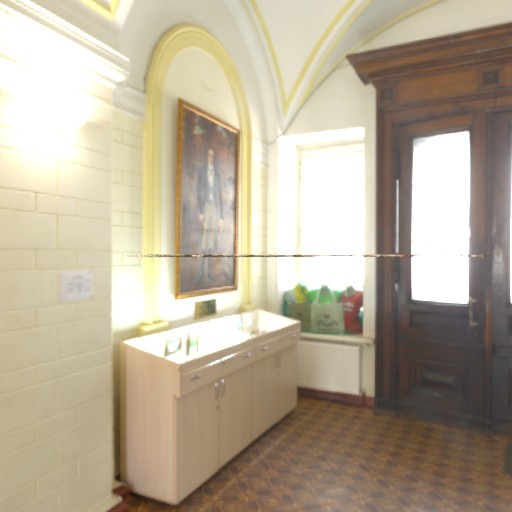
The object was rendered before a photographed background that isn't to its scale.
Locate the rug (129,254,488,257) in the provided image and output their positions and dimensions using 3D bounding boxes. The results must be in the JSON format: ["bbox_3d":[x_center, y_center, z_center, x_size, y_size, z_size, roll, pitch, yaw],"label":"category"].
[{"bbox_3d":[0.000,0.000,2.256,1.219,0.010,1.829,0,0,-18],"label":"rug"}]
